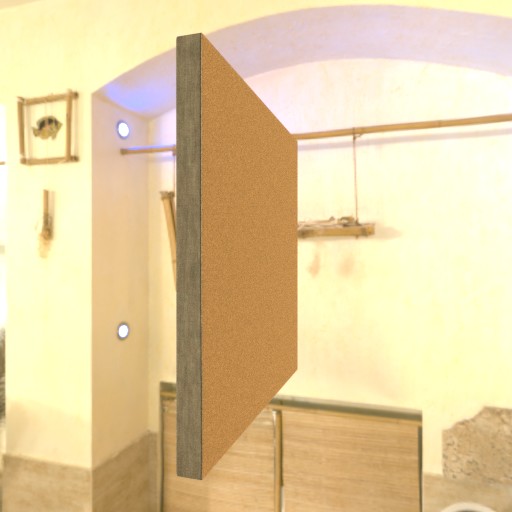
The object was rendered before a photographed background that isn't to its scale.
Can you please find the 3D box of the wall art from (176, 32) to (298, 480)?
[{"bbox_3d":[0.000,0.000,1.106,0.050,0.751,0.749,0,0,18],"label":"wall art"}]
